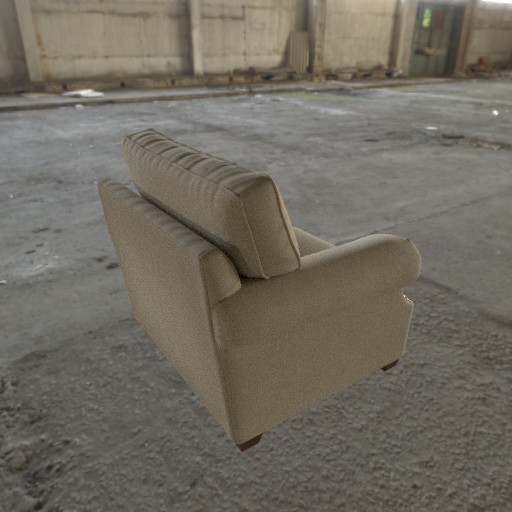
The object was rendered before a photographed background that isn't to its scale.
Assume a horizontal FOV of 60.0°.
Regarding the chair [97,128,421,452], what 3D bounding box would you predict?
[{"bbox_3d":[0.000,0.000,1.841,0.965,0.961,1.092,-16,30,-31],"label":"chair"}]
